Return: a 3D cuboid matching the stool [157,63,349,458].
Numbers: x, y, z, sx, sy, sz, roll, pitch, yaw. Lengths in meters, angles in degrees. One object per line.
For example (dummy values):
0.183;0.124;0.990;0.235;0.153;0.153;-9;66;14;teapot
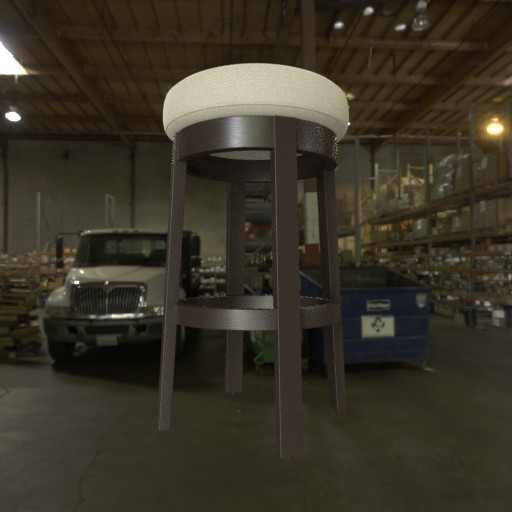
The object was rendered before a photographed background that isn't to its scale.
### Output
0.000;0.000;1.037;0.446;0.758;0.446;0;-1;0;stool
